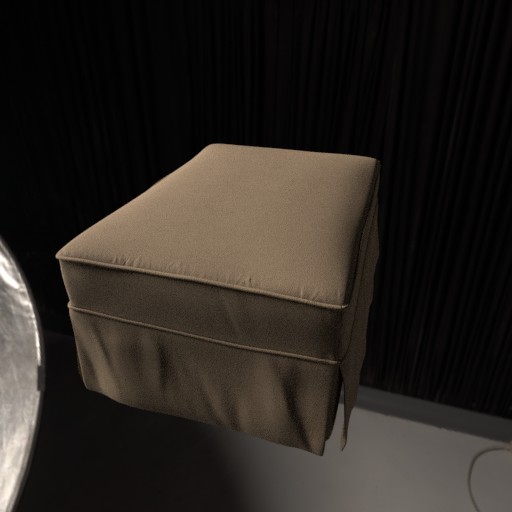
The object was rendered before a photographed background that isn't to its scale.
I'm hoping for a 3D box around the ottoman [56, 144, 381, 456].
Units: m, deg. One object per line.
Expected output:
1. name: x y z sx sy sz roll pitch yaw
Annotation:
1. ottoman: 0.000 0.000 1.348 0.721 0.482 0.959 9 31 15
